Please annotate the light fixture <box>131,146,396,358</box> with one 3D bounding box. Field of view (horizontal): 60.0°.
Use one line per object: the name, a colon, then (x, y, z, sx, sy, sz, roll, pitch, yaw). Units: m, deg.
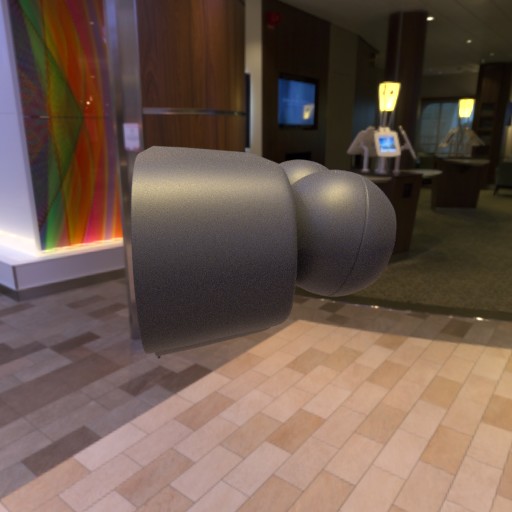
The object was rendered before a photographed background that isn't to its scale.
light fixture: (0.000, 0.000, 0.338, 0.159, 0.159, 0.229, -2, 16, -8)
